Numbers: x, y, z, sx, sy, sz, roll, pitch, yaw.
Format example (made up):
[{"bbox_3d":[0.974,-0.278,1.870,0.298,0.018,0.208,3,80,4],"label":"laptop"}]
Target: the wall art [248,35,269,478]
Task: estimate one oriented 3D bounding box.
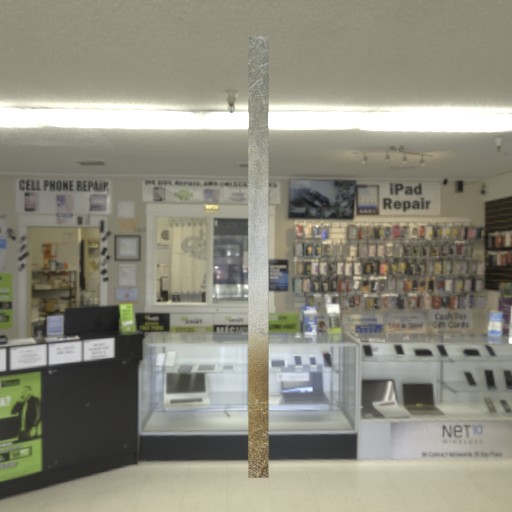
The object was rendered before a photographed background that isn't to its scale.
[{"bbox_3d":[0.000,0.000,1.640,0.051,1.091,1.092,0,0,-1],"label":"wall art"}]
